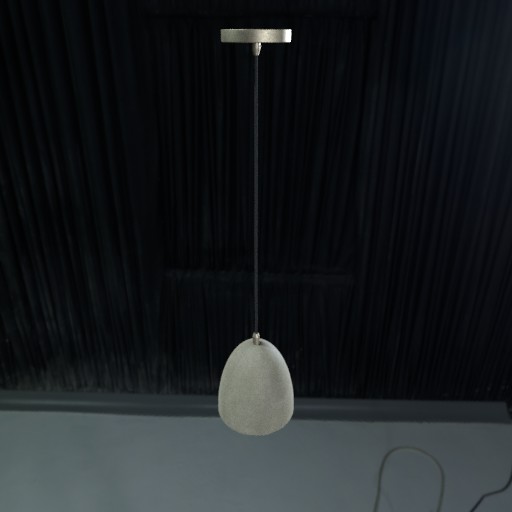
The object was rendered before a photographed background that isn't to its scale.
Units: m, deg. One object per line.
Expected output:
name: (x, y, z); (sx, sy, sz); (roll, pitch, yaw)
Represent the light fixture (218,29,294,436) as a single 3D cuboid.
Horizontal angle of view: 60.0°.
light fixture: (0.000, 0.000, 0.835); (0.170, 0.759, 0.170); (0, 27, 0)
